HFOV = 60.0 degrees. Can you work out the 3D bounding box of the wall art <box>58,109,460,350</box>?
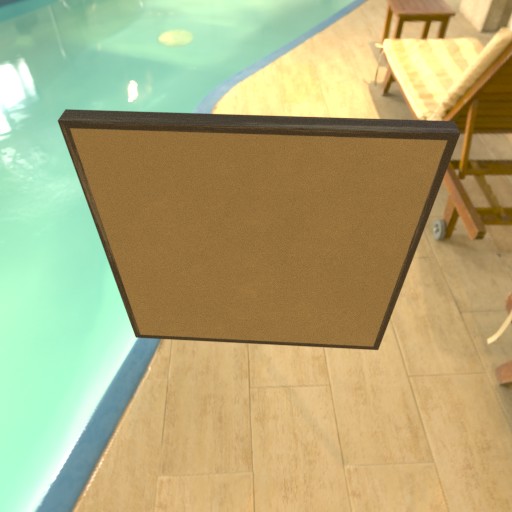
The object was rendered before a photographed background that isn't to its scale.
[{"bbox_3d":[0.000,0.000,1.128,0.762,0.758,0.043,2,47,2],"label":"wall art"}]
